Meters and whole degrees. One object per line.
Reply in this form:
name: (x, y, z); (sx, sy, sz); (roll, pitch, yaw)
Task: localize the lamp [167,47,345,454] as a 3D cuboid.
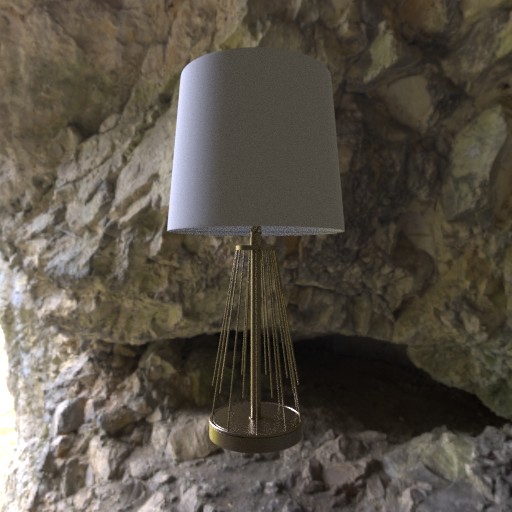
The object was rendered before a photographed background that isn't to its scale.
lamp: (0.000, 0.000, 0.772); (0.303, 0.618, 0.303); (0, 0, 0)
